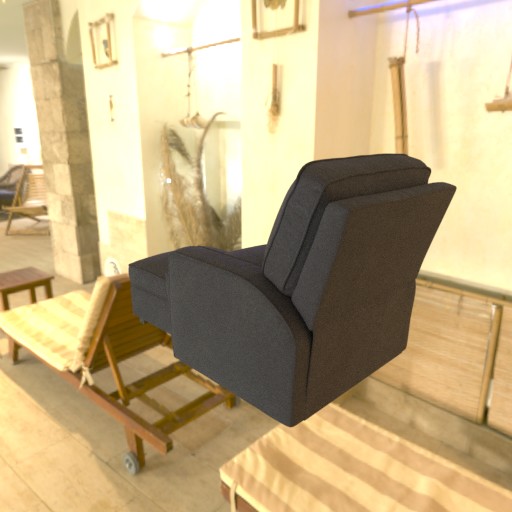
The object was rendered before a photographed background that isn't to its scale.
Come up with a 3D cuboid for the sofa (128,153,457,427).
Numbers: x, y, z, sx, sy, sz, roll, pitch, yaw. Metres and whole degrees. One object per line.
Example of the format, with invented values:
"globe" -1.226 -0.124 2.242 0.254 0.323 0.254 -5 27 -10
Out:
"sofa" 0.000 0.000 2.068 0.861 0.959 1.472 -15 22 -43
